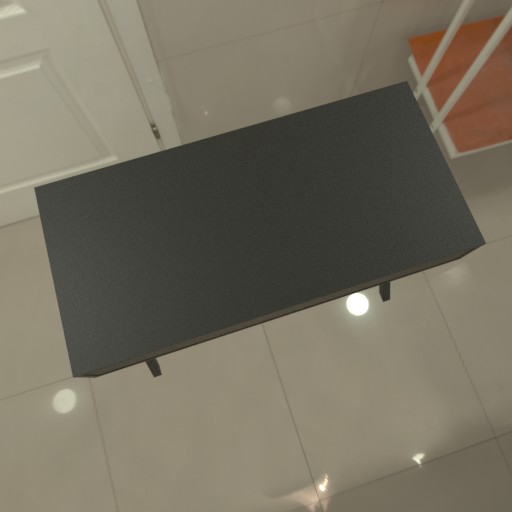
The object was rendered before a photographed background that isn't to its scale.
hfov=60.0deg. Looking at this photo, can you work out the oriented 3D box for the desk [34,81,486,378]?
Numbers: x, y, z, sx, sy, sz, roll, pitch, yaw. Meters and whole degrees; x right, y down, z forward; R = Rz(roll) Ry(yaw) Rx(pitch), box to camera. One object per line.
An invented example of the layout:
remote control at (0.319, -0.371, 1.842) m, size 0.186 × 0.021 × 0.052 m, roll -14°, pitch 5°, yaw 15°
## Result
desk at (0.000, 0.000, 1.514) m, size 1.057 × 0.780 × 0.504 m, roll -17°, pitch 75°, yaw -5°
